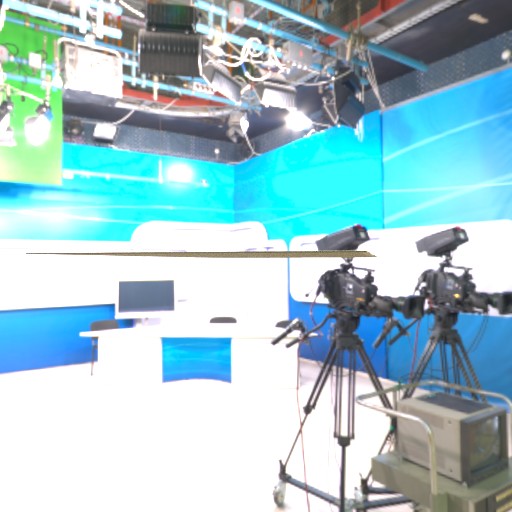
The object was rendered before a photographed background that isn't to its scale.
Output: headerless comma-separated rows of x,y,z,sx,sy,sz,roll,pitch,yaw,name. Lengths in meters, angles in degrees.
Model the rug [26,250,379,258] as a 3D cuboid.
0.000,0.000,2.196,1.143,0.006,1.747,0,-1,16,rug
